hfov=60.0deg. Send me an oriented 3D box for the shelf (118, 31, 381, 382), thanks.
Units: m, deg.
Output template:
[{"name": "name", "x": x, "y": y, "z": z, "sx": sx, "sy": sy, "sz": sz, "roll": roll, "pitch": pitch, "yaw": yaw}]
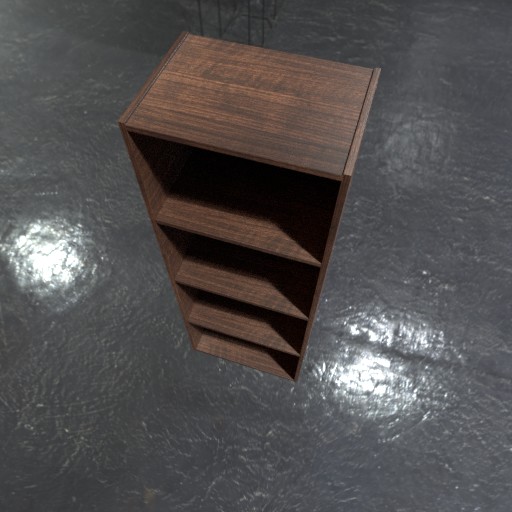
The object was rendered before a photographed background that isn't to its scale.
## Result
[{"name": "shelf", "x": 0.000, "y": 0.000, "z": 1.270, "sx": 0.415, "sy": 1.099, "sz": 0.290, "roll": 15, "pitch": 59, "yaw": 10}]
